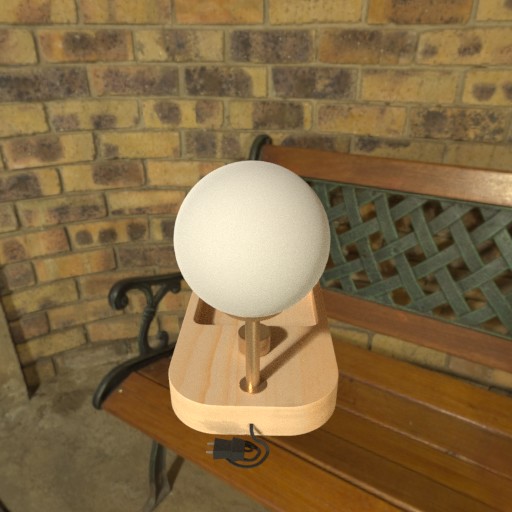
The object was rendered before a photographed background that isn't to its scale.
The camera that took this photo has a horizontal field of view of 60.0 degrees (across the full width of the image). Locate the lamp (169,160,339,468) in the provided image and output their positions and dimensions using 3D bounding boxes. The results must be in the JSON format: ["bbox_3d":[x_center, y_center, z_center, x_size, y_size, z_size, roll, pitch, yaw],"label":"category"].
[{"bbox_3d":[0.000,0.000,0.479,0.173,0.253,0.331,1,26,1],"label":"lamp"}]
